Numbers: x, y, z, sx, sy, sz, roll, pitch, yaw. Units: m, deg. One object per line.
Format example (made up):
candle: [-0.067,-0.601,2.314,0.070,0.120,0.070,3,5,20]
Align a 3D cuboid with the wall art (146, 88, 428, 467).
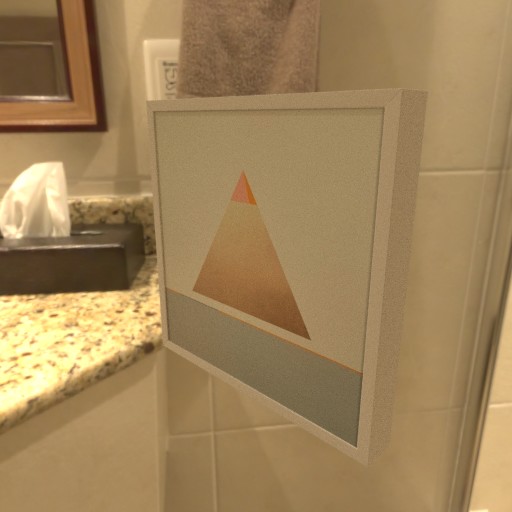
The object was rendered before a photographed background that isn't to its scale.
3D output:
wall art: [0.000,0.000,0.449,0.305,0.304,0.038,16,24,42]
